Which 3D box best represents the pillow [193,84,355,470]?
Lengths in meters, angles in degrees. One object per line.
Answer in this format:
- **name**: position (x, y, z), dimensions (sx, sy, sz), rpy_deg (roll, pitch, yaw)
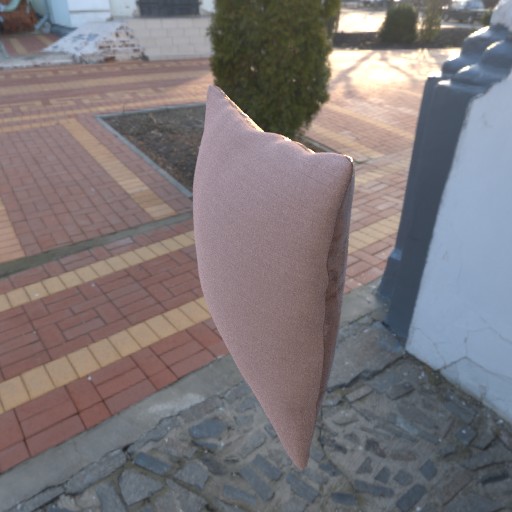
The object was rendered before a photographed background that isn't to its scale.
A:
- **pillow**: position (0.000, 0.000, 0.719), dimensions (0.175, 0.464, 0.470), rpy_deg (-11, 32, -18)
